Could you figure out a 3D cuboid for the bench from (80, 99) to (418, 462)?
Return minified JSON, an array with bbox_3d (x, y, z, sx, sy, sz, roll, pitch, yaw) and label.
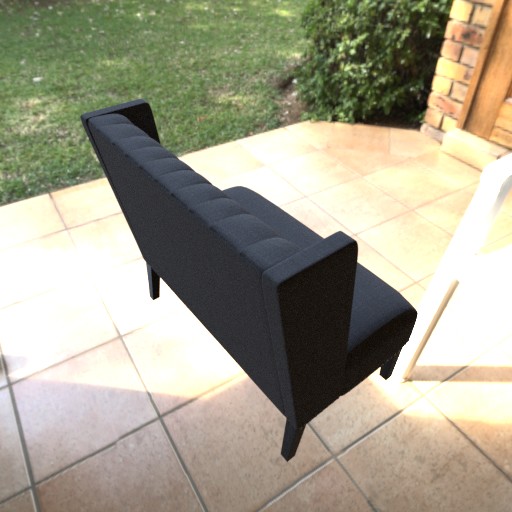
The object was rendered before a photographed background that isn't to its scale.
[{"bbox_3d":[0.000,0.000,1.987,0.842,1.121,1.276,-27,48,-28],"label":"bench"}]
